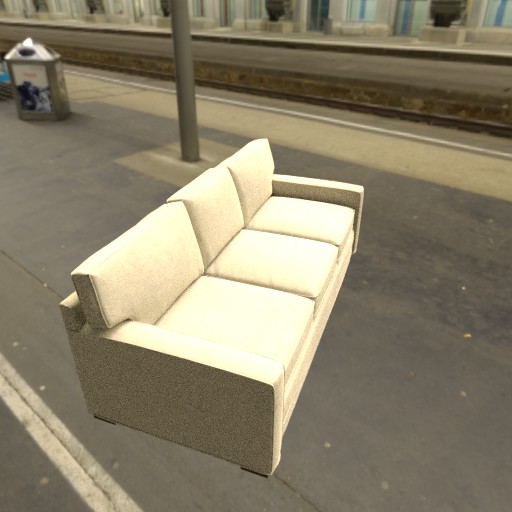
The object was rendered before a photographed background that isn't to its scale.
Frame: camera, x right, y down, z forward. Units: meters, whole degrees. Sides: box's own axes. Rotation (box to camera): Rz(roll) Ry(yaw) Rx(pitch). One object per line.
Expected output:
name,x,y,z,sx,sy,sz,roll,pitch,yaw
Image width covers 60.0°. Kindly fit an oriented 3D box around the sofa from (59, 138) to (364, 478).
sofa,0.000,0.000,2.605,0.936,0.862,2.093,11,32,18
